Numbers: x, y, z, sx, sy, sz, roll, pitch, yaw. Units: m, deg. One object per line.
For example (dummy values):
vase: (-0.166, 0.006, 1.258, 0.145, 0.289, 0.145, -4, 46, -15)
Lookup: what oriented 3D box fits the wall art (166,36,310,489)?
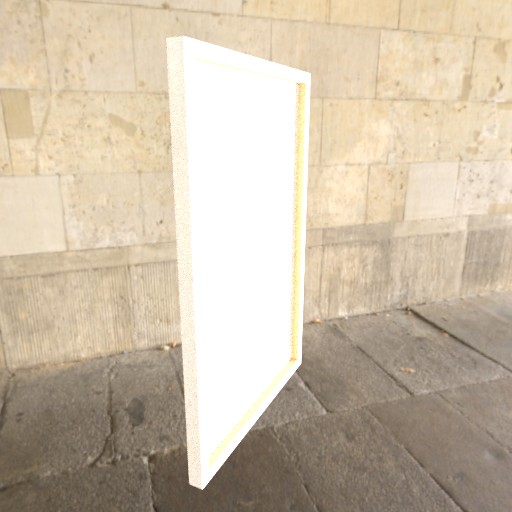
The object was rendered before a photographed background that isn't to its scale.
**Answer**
wall art: (0.000, 0.000, 1.120, 0.038, 0.912, 0.607, 8, 18, 25)
